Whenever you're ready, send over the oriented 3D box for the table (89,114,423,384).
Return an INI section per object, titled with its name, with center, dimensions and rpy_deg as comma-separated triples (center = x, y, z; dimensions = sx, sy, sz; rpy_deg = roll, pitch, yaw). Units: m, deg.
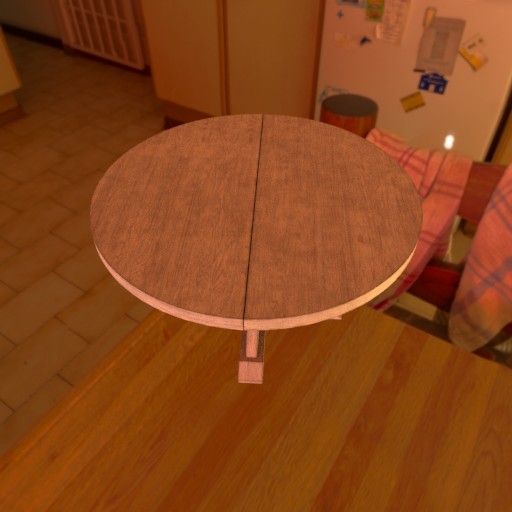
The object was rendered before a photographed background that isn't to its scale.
[table]
center = 0.000, 0.000, 2.143
dimensions = 1.363, 0.781, 1.363
rpy_deg = 0, 44, 0
